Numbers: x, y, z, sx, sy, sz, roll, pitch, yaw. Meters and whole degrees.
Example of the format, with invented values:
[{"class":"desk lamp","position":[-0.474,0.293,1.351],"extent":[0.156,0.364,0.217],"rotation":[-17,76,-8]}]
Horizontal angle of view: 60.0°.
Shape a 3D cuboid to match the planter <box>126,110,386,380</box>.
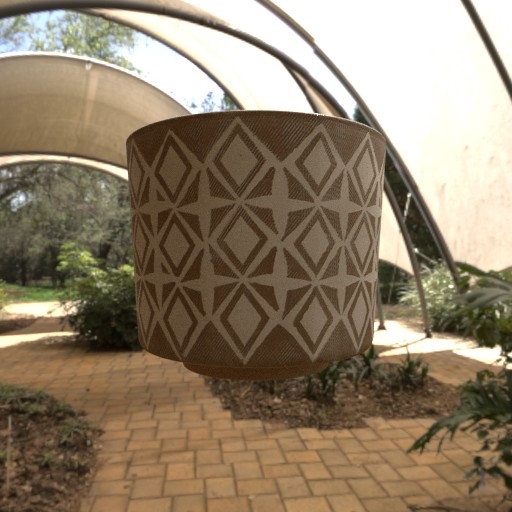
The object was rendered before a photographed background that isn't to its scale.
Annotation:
[{"class":"planter","position":[0.000,0.000,0.462],"extent":[0.260,0.220,0.260],"rotation":[0,0,0]}]
